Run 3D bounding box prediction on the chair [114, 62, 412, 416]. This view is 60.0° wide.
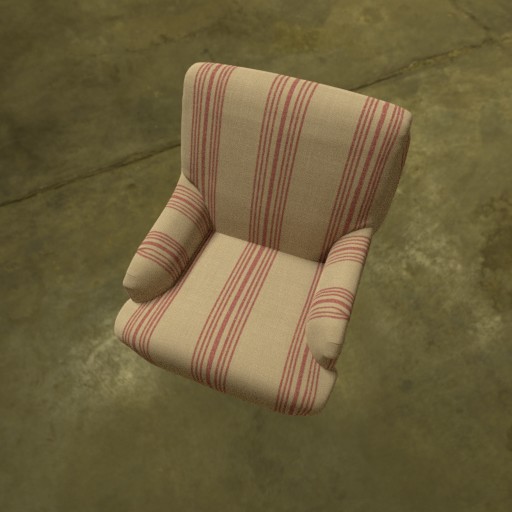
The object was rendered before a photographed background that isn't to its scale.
[{"bbox_3d":[0.000,0.000,1.872,0.933,1.123,1.058,17,59,11],"label":"chair"}]
